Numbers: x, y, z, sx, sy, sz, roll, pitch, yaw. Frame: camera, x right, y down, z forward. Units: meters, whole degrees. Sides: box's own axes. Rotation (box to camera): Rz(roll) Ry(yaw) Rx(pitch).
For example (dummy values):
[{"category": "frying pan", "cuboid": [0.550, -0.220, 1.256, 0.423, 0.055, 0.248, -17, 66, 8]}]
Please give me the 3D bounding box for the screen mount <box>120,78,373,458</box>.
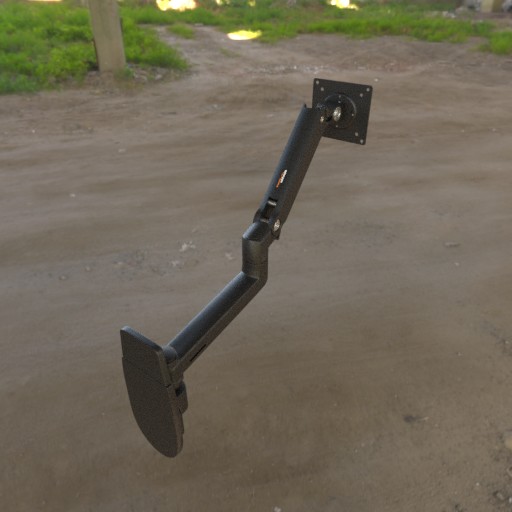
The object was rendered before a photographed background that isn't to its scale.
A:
[{"category": "screen mount", "cuboid": [0.000, 0.000, 0.726, 0.115, 0.466, 0.495, 22, 38, 31]}]
